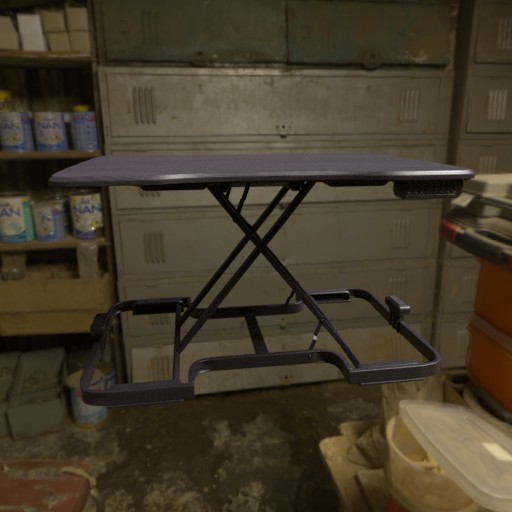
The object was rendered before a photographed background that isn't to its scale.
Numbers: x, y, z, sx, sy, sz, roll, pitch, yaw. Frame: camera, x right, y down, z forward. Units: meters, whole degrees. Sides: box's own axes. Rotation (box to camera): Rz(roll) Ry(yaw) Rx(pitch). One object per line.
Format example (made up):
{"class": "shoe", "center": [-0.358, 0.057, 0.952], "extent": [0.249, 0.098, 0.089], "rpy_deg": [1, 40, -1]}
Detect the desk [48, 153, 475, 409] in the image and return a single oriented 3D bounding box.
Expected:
{"class": "desk", "center": [0.000, 0.000, 1.121], "extent": [0.820, 0.470, 0.546], "rpy_deg": [-3, 17, -8]}
